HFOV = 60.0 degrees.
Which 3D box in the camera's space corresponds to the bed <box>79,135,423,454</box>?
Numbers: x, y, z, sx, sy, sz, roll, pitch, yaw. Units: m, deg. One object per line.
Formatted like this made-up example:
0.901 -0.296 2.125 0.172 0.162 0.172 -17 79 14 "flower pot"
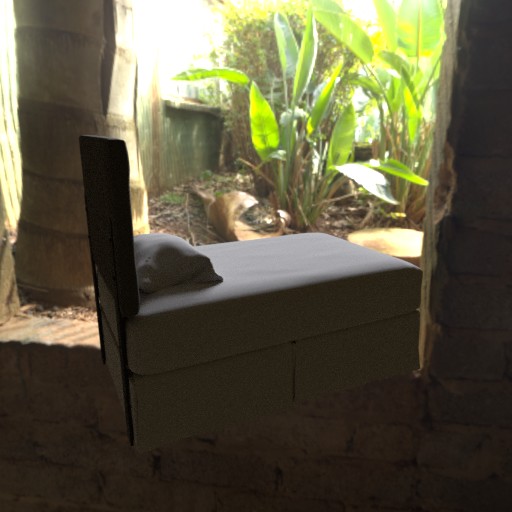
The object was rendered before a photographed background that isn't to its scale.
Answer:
0.000 0.000 2.980 1.997 1.571 1.261 -8 18 -26 "bed"
